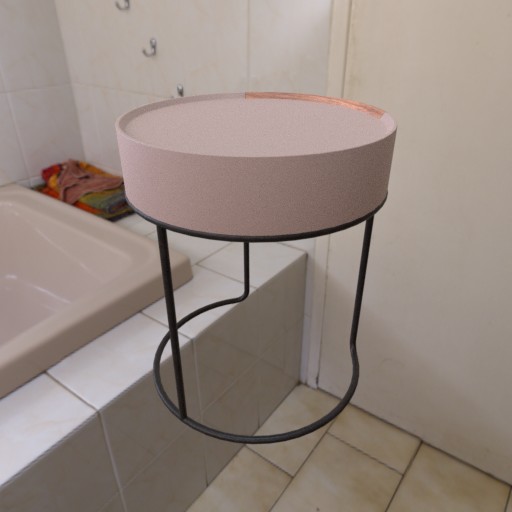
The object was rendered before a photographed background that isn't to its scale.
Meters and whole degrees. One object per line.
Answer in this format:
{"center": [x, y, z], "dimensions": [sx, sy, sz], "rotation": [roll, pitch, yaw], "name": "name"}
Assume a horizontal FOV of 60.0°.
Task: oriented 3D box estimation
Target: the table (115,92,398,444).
{"center": [0.000, 0.000, 0.858], "dimensions": [0.450, 0.530, 0.450], "rotation": [0, 30, 0], "name": "table"}
